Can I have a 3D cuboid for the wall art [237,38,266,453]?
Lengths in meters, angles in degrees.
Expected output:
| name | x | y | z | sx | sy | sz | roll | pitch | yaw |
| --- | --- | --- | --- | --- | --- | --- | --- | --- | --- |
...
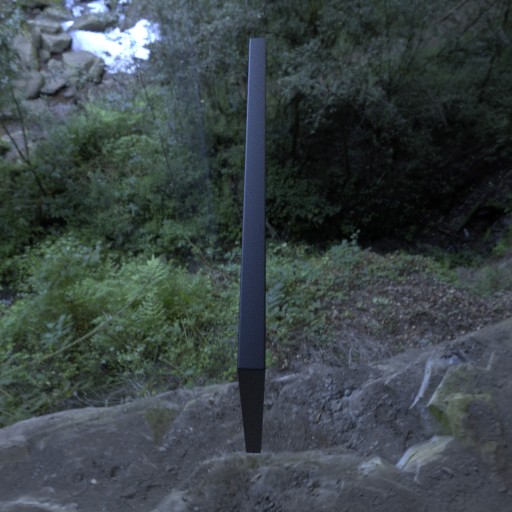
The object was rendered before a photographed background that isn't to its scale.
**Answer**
| name | x | y | z | sx | sy | sz | roll | pitch | yaw |
| --- | --- | --- | --- | --- | --- | --- | --- | --- | --- |
| wall art | 0.000 | 0.000 | 0.765 | 0.031 | 0.457 | 0.558 | 1 | 57 | 0 |
